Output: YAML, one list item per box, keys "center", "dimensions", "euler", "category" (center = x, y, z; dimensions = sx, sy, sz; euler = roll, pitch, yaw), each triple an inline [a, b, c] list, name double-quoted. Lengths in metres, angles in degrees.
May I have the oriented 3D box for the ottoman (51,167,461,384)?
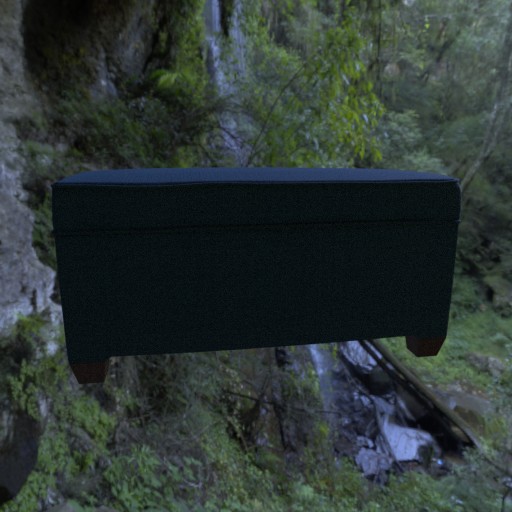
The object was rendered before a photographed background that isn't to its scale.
- center: [0.000, 0.000, 1.220]
  dimensions: [0.943, 0.474, 0.474]
  euler: [-2, 14, -9]
  category: "ottoman"
